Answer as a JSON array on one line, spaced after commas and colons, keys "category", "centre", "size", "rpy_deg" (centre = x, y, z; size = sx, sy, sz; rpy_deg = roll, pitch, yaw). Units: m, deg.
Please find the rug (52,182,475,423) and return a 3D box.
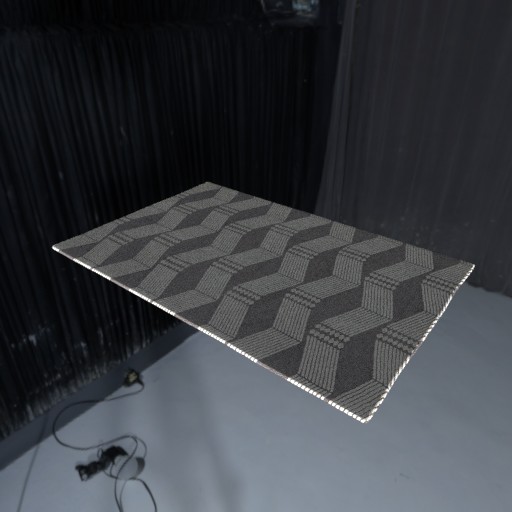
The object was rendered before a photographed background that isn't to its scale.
[{"category": "rug", "centre": [0.000, 0.000, 2.288], "size": [1.833, 0.016, 1.210], "rpy_deg": [22, 37, 32]}]
